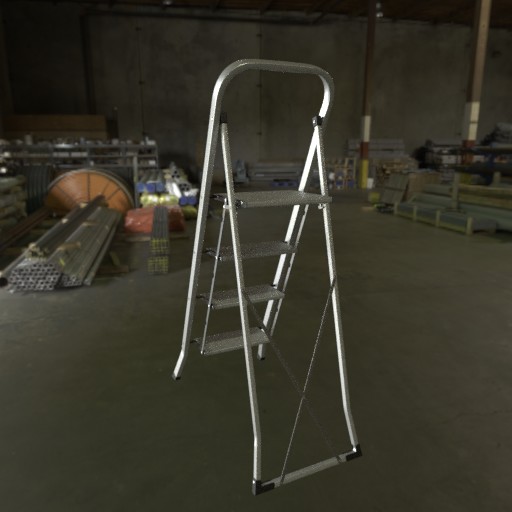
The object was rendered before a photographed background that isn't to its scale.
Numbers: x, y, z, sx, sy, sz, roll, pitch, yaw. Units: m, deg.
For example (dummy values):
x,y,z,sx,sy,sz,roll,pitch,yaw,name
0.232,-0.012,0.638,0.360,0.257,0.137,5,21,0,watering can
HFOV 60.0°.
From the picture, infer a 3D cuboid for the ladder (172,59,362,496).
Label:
x,y,z,sx,sy,sz,roll,pitch,yaw,name
0.000,0.000,1.647,0.465,1.290,0.830,-7,15,-25,ladder
